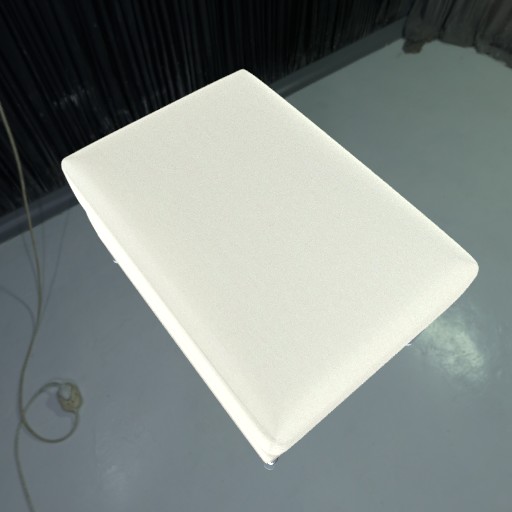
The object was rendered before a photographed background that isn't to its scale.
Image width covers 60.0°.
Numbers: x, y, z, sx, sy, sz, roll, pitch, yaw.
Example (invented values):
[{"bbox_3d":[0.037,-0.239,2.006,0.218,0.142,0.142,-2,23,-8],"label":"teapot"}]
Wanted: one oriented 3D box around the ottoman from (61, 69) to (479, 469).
[{"bbox_3d":[0.000,0.000,1.168,0.581,0.497,0.835,-34,65,-19],"label":"ottoman"}]
